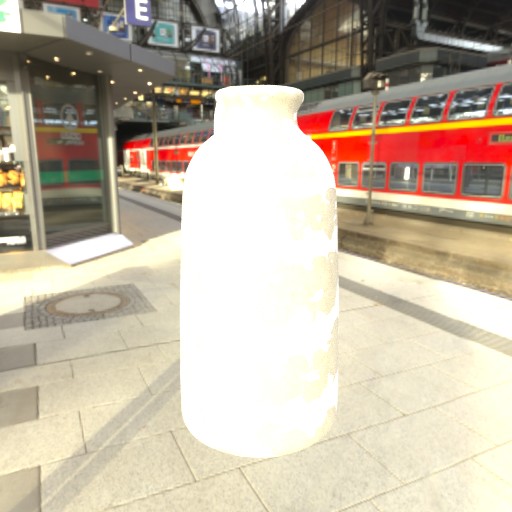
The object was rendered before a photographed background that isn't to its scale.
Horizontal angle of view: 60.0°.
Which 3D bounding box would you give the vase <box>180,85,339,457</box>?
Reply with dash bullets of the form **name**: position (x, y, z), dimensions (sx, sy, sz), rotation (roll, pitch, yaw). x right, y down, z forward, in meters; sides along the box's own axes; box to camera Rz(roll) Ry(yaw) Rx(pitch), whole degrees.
- **vase**: position (0.000, 0.000, 0.506), dimensions (0.186, 0.382, 0.203), rotation (-7, 14, -27)
